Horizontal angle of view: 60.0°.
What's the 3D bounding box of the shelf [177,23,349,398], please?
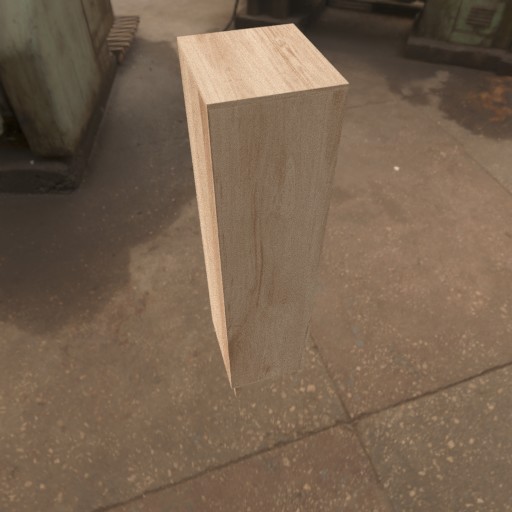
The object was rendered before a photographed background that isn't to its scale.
[{"bbox_3d":[0.000,0.000,2.210,0.450,1.960,0.510,-12,49,-11],"label":"shelf"}]
